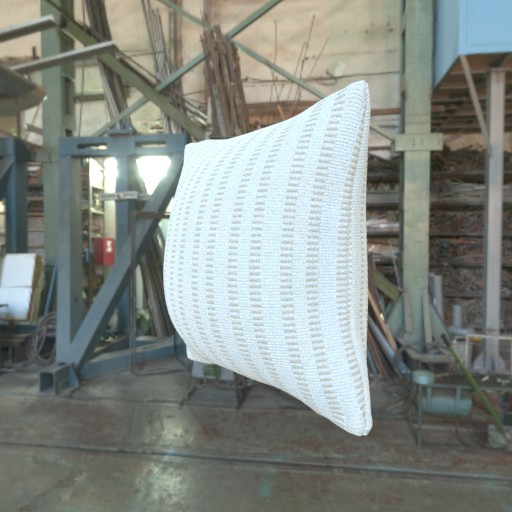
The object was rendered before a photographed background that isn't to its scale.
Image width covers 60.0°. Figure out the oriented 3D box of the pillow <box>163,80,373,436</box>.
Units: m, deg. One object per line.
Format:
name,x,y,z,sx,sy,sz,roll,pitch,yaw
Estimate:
pillow,0.000,0.000,0.688,0.247,0.419,0.438,-2,3,-37
